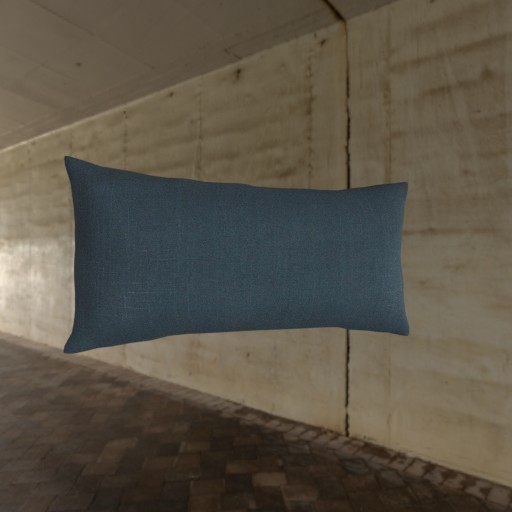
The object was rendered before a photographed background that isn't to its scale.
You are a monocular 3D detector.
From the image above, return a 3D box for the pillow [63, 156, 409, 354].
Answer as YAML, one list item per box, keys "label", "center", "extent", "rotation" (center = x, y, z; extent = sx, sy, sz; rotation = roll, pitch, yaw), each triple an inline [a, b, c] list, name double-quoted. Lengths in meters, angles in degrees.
- label: "pillow"
  center: [0.000, 0.000, 0.760]
  extent: [0.609, 0.305, 0.151]
  rotation: [0, 1, -17]
